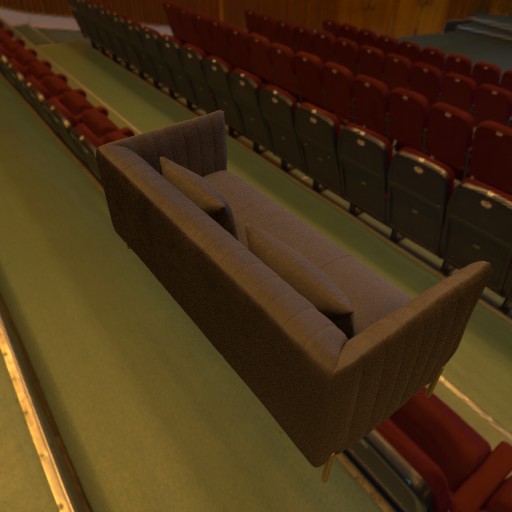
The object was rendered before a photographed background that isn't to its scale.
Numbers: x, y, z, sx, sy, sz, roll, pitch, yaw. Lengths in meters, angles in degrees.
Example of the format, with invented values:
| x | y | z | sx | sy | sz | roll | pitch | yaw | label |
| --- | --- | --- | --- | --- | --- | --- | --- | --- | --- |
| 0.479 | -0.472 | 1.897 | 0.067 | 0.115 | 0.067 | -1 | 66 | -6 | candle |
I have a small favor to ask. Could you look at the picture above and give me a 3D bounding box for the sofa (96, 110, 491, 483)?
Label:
| x | y | z | sx | sy | sz | roll | pitch | yaw | label |
| --- | --- | --- | --- | --- | --- | --- | --- | --- | --- |
| 0.000 | 0.000 | 2.332 | 0.876 | 0.780 | 1.980 | -26 | 46 | -27 | sofa |
